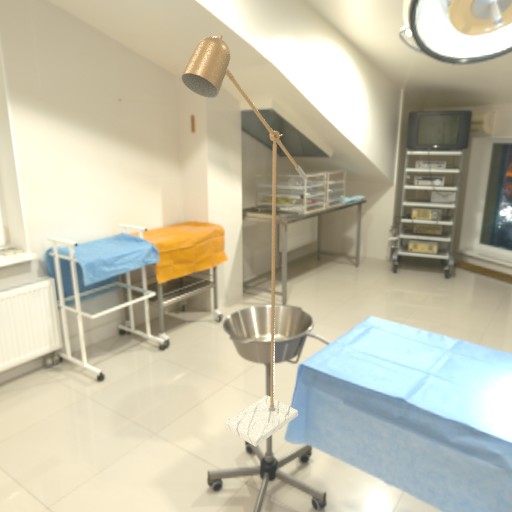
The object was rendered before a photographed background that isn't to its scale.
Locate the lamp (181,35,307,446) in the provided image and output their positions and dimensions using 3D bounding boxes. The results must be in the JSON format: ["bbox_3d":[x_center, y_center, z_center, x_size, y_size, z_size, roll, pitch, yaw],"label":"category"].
[{"bbox_3d":[0.000,0.000,1.807,0.194,1.594,0.653,13,20,41],"label":"lamp"}]
